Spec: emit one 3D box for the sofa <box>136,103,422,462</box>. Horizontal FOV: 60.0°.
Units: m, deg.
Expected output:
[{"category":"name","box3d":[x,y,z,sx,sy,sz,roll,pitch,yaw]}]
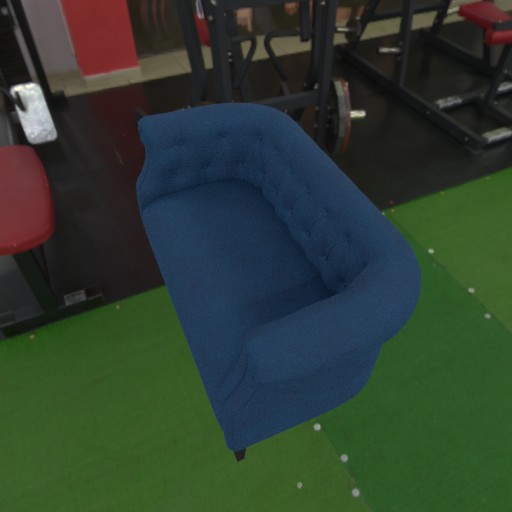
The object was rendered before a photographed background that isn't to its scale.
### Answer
[{"category":"sofa","box3d":[0.000,0.000,2.068,0.835,0.827,1.558,-17,49,-16]}]
